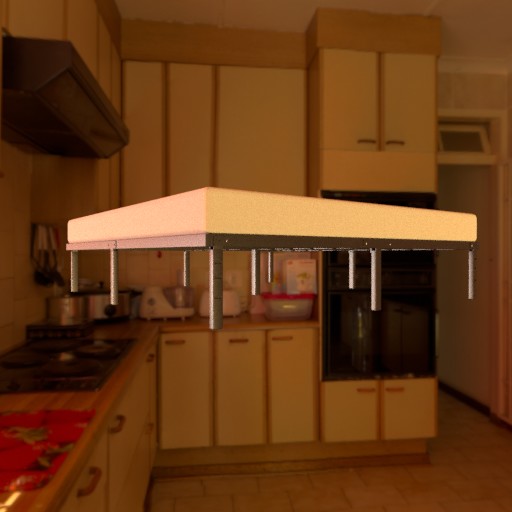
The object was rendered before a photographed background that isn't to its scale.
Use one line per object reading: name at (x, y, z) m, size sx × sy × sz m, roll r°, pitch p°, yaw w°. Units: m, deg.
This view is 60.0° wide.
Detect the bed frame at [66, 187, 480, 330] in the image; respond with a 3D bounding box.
bed frame at (0.000, 0.000, 3.863) m, size 2.526 × 0.680 × 2.635 m, roll 0°, pitch 0°, yaw -36°
